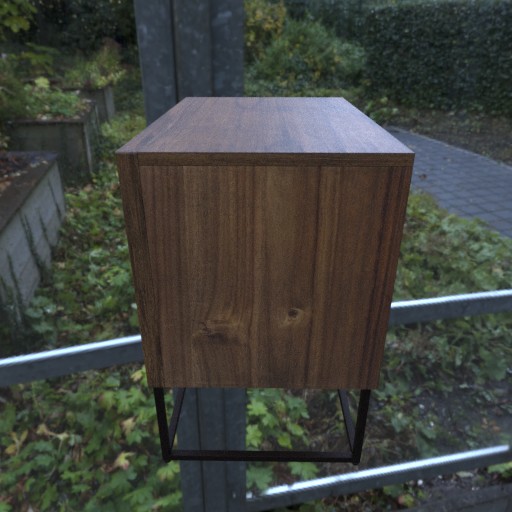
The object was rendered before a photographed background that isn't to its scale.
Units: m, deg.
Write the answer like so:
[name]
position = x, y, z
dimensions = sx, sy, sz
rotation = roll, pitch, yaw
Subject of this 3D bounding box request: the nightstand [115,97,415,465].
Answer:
[nightstand]
position = 0.000, 0.000, 1.001
dimensions = 0.437, 0.610, 0.610
rotation = 0, 26, 1
